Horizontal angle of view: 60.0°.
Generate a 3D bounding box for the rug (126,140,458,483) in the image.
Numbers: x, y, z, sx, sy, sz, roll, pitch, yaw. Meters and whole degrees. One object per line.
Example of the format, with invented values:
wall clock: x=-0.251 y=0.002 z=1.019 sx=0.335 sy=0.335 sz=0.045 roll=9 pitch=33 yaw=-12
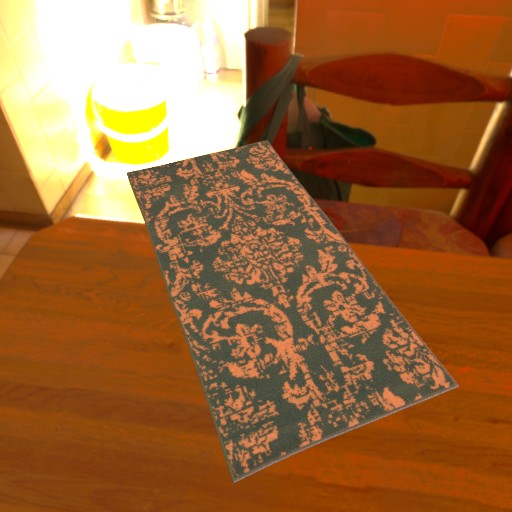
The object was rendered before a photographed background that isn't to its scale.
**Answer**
rug: x=0.000 y=0.000 z=1.424 sx=0.604 sy=0.007 sz=1.219 roll=-17 pitch=49 yaw=-15
